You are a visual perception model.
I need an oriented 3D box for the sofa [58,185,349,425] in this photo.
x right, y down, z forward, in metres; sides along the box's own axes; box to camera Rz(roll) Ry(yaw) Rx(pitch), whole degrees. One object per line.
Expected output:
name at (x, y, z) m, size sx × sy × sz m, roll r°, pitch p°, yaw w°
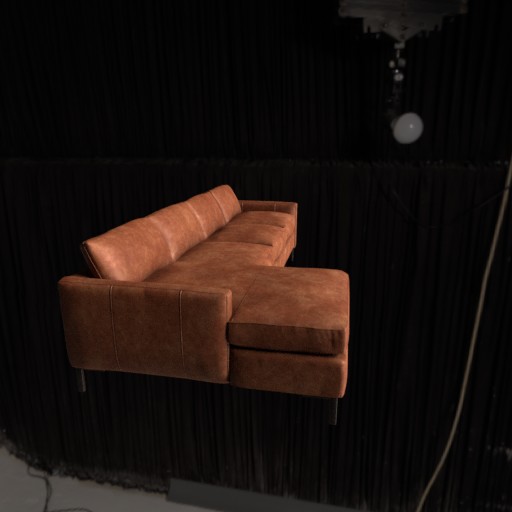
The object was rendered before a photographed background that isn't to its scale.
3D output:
sofa at (0.000, 0.000, 3.567) m, size 1.471 × 0.859 × 2.993 m, roll 3°, pitch 16°, yaw 11°
